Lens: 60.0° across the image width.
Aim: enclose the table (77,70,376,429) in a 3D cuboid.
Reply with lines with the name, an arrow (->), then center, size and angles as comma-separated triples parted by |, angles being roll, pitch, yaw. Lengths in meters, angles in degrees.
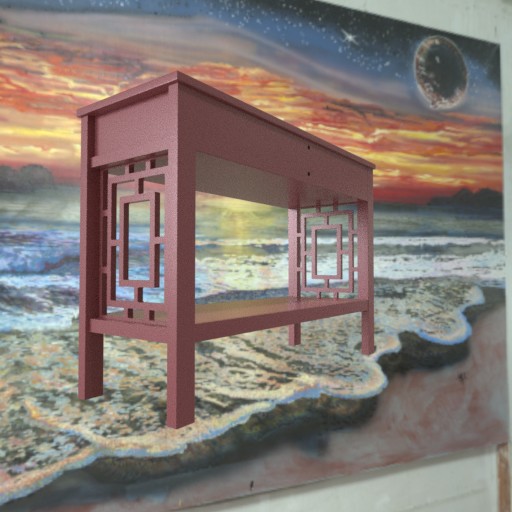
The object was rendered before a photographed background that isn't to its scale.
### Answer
table -> 0.000, 0.000, 1.466 | 0.397, 0.753, 1.068 | -1, -2, 37
